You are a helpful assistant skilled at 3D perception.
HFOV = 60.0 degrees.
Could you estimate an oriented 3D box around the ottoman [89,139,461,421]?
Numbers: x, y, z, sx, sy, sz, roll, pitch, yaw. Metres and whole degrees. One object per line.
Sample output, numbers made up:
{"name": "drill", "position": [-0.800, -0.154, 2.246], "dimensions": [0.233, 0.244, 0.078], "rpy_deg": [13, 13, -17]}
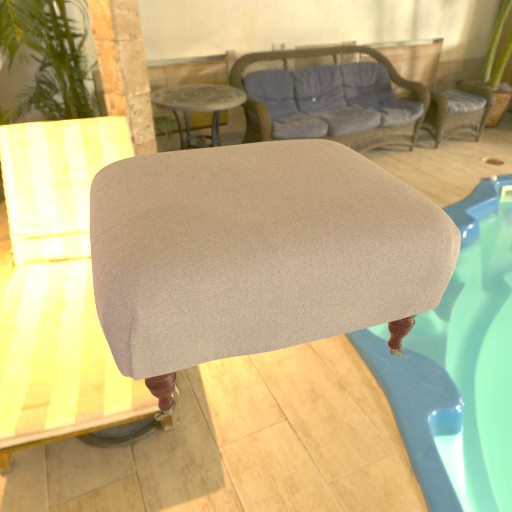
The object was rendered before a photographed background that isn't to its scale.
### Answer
{"name": "ottoman", "position": [0.000, 0.000, 1.104], "dimensions": [0.746, 0.450, 0.622], "rpy_deg": [-10, 34, -16]}
